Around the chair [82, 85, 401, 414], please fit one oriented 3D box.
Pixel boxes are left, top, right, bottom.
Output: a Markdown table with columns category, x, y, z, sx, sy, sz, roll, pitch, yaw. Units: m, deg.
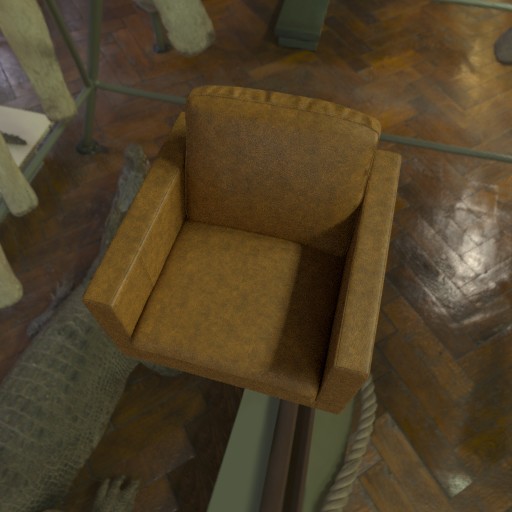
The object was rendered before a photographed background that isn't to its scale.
| category | x | y | z | sx | sy | sz | roll | pitch | yaw |
| --- | --- | --- | --- | --- | --- | --- | --- | --- | --- |
| chair | 0.000 | 0.000 | 1.674 | 0.890 | 0.956 | 0.909 | 13 | 60 | 8 |
